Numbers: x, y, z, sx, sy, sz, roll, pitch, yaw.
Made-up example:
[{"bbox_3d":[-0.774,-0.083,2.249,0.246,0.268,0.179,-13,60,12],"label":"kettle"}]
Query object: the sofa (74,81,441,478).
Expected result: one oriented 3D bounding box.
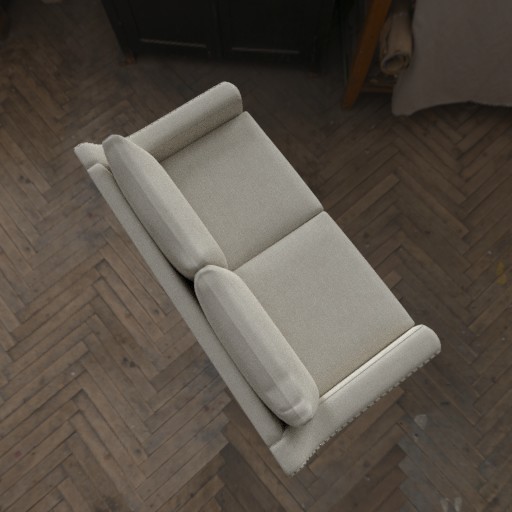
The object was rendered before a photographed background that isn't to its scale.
[{"bbox_3d":[0.000,0.000,2.701,1.104,0.983,2.107,-34,77,-9],"label":"sofa"}]
